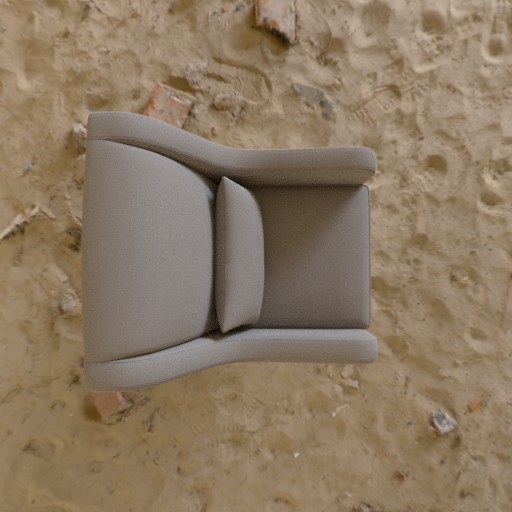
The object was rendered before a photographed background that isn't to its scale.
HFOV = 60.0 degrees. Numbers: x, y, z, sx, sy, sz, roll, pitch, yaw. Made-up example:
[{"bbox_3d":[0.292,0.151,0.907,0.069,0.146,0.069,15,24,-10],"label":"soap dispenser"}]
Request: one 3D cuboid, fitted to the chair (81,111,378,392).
[{"bbox_3d":[0.000,0.000,1.580,0.863,1.010,0.715,0,88,0],"label":"chair"}]
